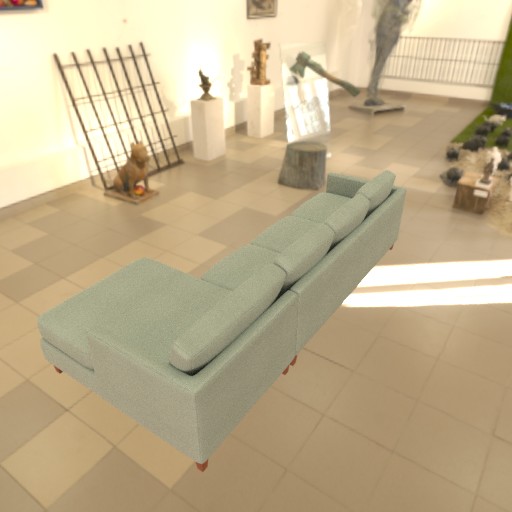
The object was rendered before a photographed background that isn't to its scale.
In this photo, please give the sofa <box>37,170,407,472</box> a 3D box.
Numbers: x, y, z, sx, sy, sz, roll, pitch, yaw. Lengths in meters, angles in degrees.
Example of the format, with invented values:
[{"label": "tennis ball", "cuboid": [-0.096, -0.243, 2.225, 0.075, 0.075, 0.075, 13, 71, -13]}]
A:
[{"label": "sofa", "cuboid": [0.000, 0.000, 4.029, 1.604, 0.950, 3.471, 19, 36, 29]}]
